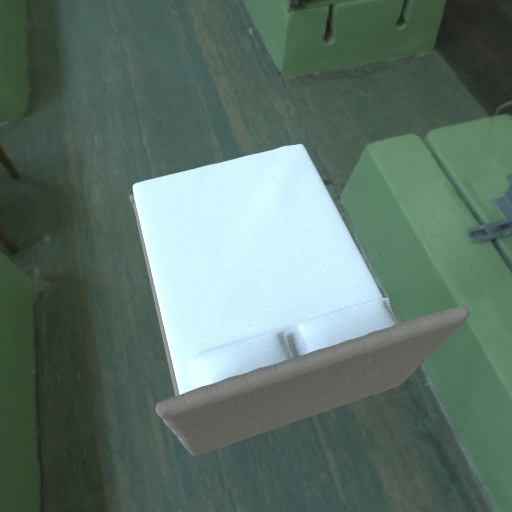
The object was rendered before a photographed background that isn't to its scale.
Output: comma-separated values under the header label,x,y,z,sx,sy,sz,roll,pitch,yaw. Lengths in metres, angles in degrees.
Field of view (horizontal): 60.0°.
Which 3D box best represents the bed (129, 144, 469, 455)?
label,x,y,z,sx,sy,sz,roll,pitch,yaw
bed,0.000,0.000,3.341,1.696,1.426,2.233,-15,60,-9
